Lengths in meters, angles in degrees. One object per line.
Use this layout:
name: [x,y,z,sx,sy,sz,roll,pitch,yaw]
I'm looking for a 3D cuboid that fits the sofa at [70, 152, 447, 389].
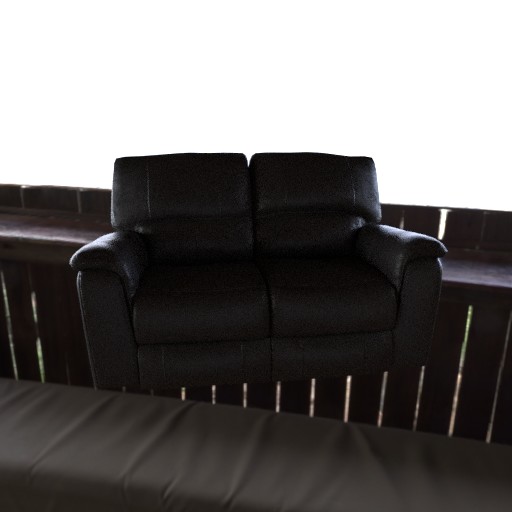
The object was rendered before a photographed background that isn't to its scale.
sofa: [0.000,0.000,2.493,1.765,1.111,1.104,-2,15,-7]
